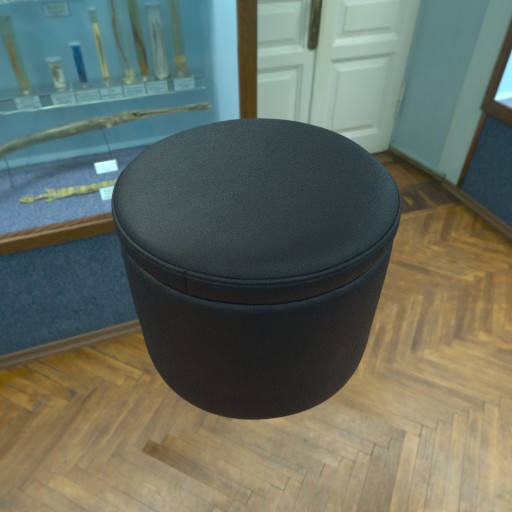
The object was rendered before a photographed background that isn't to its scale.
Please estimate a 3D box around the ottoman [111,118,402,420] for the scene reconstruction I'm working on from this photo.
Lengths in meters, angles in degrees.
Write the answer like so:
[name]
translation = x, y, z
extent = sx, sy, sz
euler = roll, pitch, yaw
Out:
[ottoman]
translation = 0.000, 0.000, 0.889
extent = 0.501, 0.409, 0.501
euler = 0, 41, 0
